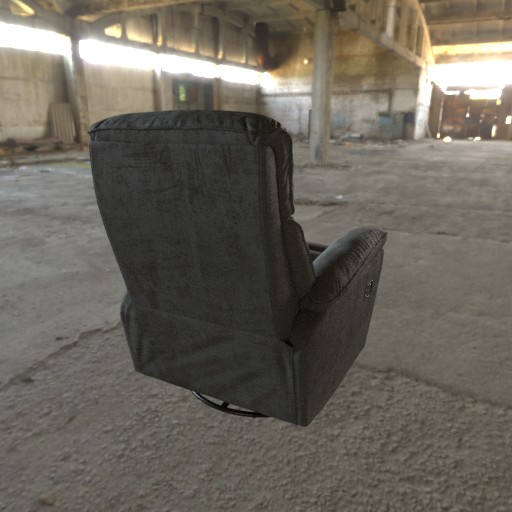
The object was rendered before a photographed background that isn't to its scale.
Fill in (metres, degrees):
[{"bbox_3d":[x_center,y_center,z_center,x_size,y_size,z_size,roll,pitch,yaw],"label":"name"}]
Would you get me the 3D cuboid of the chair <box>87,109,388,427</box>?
[{"bbox_3d":[0.000,0.000,1.678,0.820,1.037,1.004,9,19,27],"label":"chair"}]
